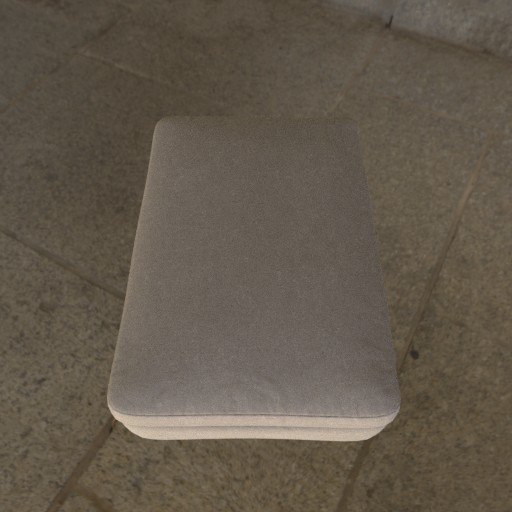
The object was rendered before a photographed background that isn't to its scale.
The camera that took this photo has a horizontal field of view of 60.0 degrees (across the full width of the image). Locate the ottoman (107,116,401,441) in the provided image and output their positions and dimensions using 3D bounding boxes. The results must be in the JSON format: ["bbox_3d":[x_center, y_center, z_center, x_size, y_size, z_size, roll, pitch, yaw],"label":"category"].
[{"bbox_3d":[0.000,0.000,1.608,0.840,0.429,1.199,0,59,0],"label":"ottoman"}]
